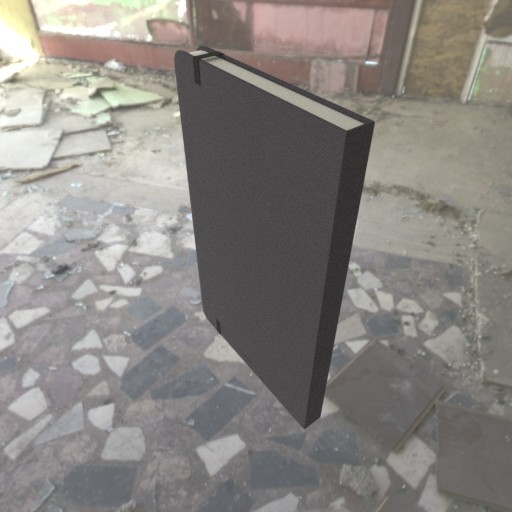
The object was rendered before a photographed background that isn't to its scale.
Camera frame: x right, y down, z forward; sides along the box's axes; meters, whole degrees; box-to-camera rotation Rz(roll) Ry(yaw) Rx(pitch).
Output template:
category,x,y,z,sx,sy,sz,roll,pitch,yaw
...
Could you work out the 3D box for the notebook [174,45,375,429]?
category,x,y,z,sx,sy,sz,roll,pitch,yaw
notebook,0.000,0.000,0.268,0.016,0.213,0.127,-26,47,-27
